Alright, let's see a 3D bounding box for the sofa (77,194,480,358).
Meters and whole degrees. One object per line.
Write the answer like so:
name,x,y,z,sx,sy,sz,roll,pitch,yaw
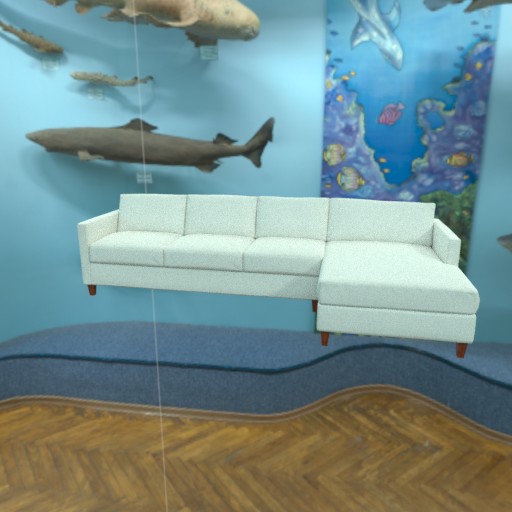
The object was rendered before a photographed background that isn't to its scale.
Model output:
sofa,0.000,0.000,4.110,3.471,0.954,1.606,3,16,11
